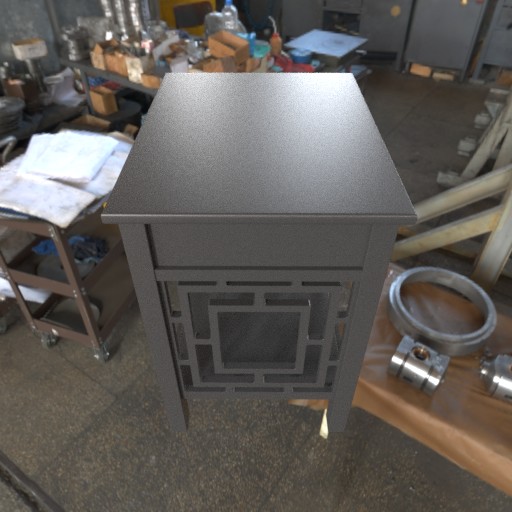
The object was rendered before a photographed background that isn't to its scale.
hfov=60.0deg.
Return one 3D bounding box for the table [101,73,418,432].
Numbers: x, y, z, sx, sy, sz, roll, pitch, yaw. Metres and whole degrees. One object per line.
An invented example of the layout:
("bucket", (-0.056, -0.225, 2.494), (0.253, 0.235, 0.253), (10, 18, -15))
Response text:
("table", (0.000, 0.000, 1.036), (0.451, 0.646, 0.564), (0, 41, 0))
